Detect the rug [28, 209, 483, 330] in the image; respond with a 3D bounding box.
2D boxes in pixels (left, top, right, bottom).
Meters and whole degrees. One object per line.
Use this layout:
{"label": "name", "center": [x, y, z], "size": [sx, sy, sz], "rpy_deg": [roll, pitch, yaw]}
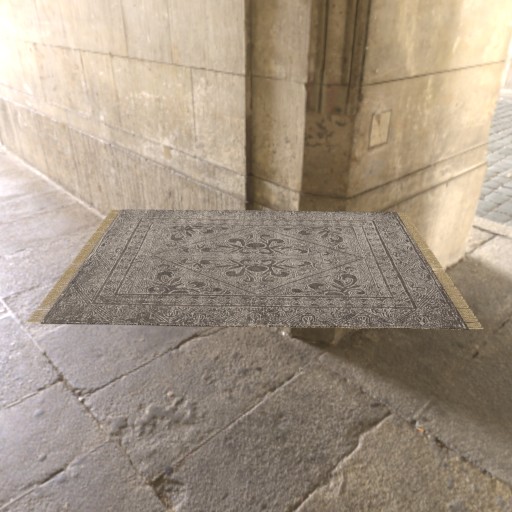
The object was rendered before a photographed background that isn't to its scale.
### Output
{"label": "rug", "center": [0.000, 0.000, 3.021], "size": [2.440, 0.010, 1.529], "rpy_deg": [1, 30, 1]}
